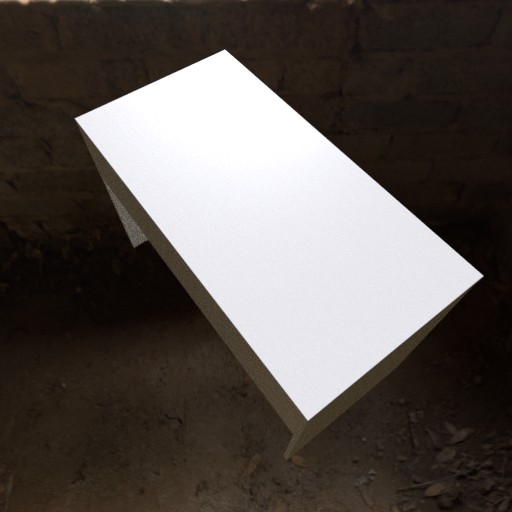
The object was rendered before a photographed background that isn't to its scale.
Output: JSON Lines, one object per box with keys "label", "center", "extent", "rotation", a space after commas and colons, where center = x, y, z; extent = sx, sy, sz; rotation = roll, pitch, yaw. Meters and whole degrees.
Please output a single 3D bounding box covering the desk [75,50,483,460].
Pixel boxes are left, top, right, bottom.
{"label": "desk", "center": [0.000, 0.000, 1.530], "extent": [0.560, 0.730, 1.100], "rotation": [-33, 65, -18]}
